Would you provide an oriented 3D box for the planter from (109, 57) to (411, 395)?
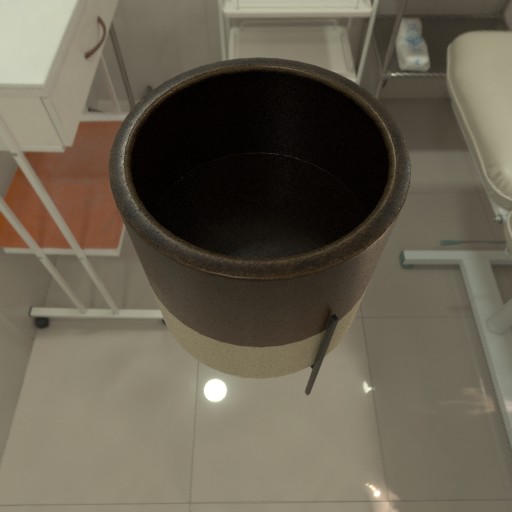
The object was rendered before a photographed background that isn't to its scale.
[{"bbox_3d":[0.000,0.000,0.701,0.354,0.465,0.345,-1,58,0],"label":"planter"}]
